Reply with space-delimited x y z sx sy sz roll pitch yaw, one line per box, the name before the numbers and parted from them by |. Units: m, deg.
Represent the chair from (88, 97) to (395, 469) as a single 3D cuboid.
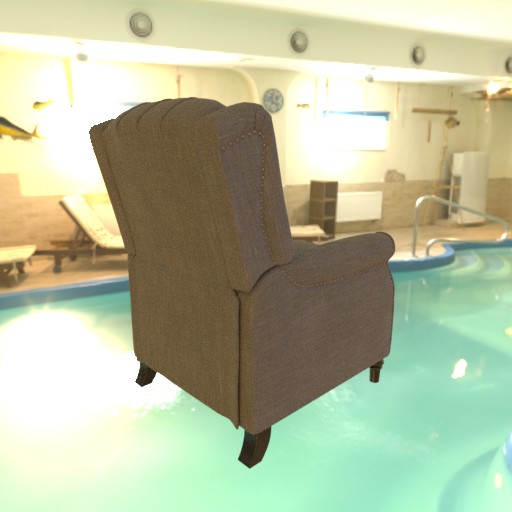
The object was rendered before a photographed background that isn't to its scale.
chair | 0.000 0.000 1.607 0.898 1.035 0.742 -13 19 -42
